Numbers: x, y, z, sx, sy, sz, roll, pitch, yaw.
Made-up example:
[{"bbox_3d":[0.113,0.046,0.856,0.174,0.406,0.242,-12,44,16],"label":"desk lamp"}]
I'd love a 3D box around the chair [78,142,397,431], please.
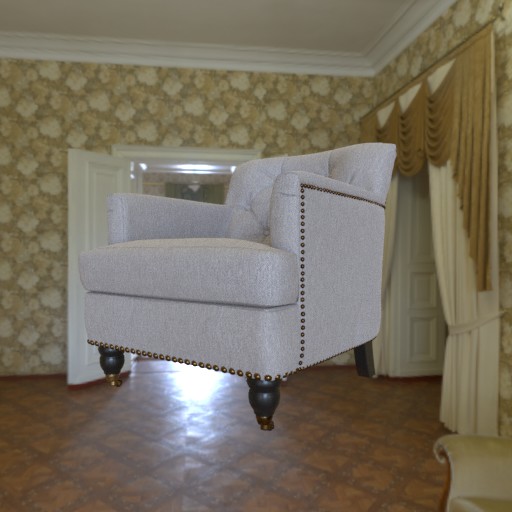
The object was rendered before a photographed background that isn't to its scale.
[{"bbox_3d":[0.000,0.000,1.492,0.737,0.823,0.902,0,1,36],"label":"chair"}]
